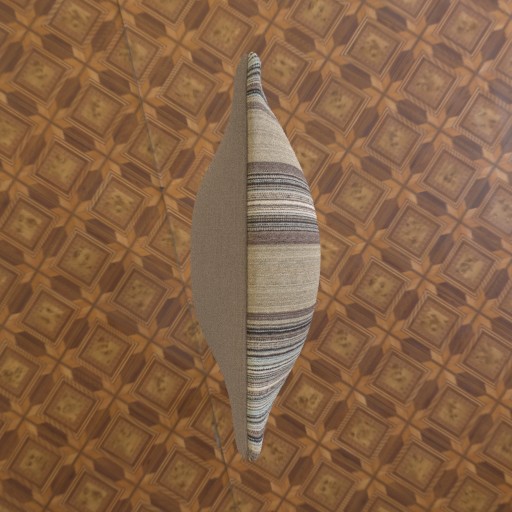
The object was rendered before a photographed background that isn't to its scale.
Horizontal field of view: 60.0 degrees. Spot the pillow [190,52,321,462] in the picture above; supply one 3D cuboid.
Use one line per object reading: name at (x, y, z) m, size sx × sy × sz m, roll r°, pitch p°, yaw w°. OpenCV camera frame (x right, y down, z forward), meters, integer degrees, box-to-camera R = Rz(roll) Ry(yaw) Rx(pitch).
pillow at (0.000, 0.000, 0.666) m, size 0.189 × 0.416 × 0.435 m, roll 0°, pitch 91°, yaw 0°
